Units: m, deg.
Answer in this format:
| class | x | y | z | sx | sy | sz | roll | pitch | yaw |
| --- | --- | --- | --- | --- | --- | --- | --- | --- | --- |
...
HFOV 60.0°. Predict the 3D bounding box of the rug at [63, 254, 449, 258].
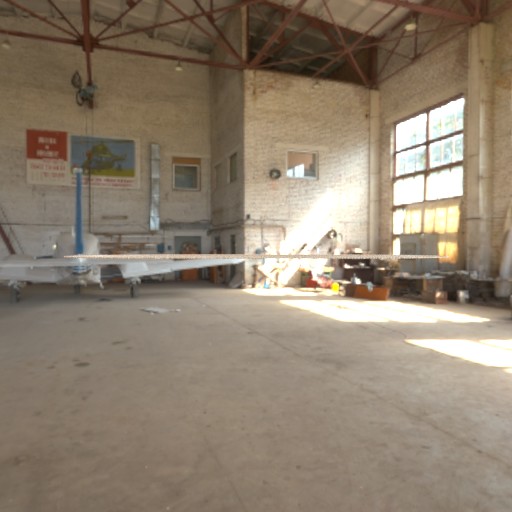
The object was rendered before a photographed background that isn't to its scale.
| class | x | y | z | sx | sy | sz | roll | pitch | yaw |
| --- | --- | --- | --- | --- | --- | --- | --- | --- | --- |
| rug | 0.000 | 0.000 | 2.957 | 2.432 | 0.006 | 1.520 | 0 | 1 | 0 |
